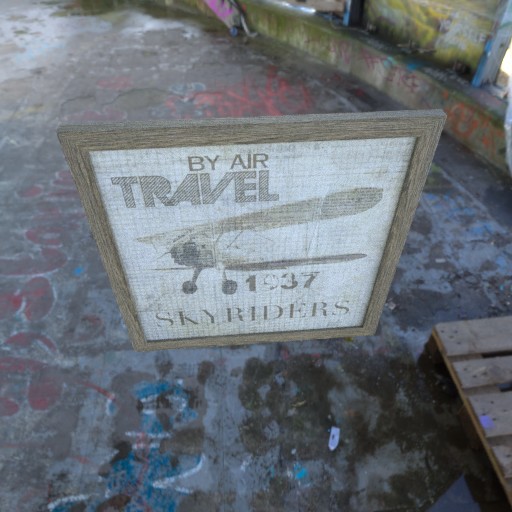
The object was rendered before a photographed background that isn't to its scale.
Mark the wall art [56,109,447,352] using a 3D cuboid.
[{"bbox_3d":[0.000,0.000,0.762,0.508,0.508,0.019,-3,46,-3],"label":"wall art"}]
